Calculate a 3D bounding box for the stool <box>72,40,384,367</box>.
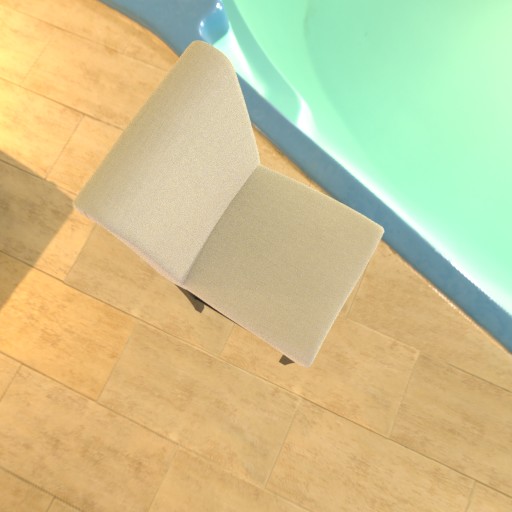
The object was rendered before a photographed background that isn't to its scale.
[{"bbox_3d":[0.000,0.000,1.397,0.597,1.124,0.452,30,77,7],"label":"stool"}]
